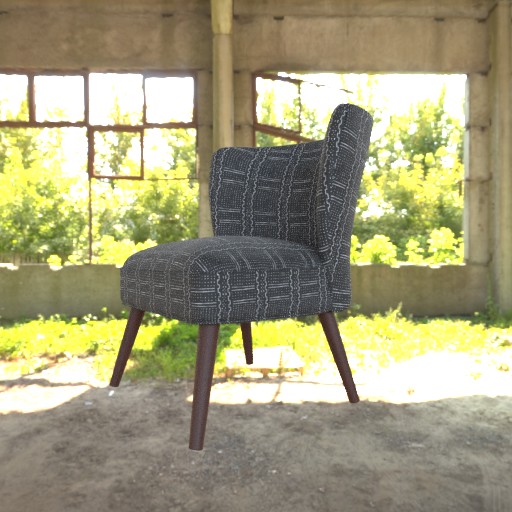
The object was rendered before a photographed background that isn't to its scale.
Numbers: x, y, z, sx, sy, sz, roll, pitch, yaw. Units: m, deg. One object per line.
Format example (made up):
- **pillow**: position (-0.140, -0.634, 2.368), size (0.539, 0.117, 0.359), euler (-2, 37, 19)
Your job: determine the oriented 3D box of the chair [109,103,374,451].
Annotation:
- **chair**: position (0.000, 0.000, 1.426), size (0.758, 0.866, 0.710), euler (0, 0, -35)
